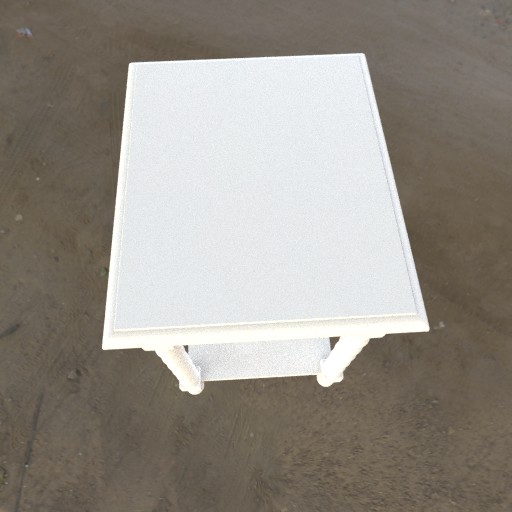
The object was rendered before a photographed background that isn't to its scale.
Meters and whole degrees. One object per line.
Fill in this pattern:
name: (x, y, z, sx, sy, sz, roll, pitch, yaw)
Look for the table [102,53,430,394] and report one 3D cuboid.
table: (0.000, 0.000, 0.839, 0.381, 0.531, 0.460, -3, 64, -1)
